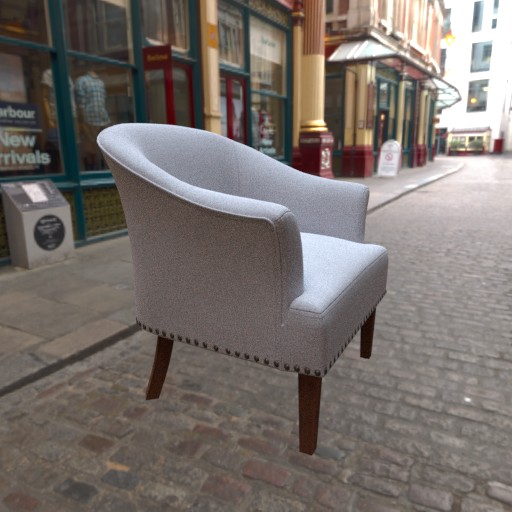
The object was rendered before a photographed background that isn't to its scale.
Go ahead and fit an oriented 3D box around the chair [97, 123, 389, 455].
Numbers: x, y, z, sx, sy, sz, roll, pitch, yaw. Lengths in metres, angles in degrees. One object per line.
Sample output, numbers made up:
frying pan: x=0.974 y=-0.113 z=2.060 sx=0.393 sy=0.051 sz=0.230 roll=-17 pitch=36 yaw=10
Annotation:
chair: x=0.000 y=0.000 z=1.405 sx=0.704 sy=0.815 sz=0.798 roll=7 pitch=15 yaw=27
